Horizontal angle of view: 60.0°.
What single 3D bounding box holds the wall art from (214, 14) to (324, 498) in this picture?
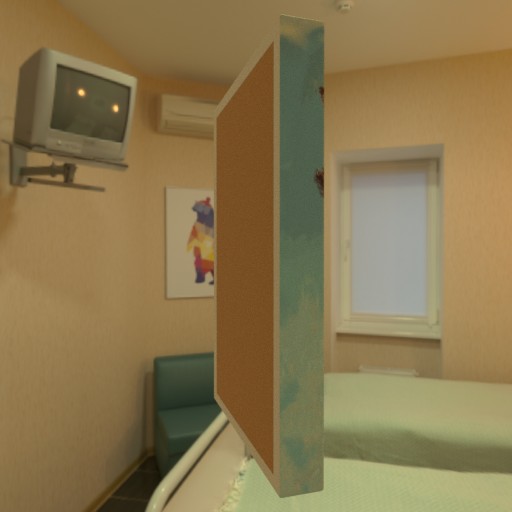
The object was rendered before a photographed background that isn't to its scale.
[{"bbox_3d":[0.000,0.000,0.472,0.039,0.380,0.251,0,1,-17],"label":"wall art"}]
